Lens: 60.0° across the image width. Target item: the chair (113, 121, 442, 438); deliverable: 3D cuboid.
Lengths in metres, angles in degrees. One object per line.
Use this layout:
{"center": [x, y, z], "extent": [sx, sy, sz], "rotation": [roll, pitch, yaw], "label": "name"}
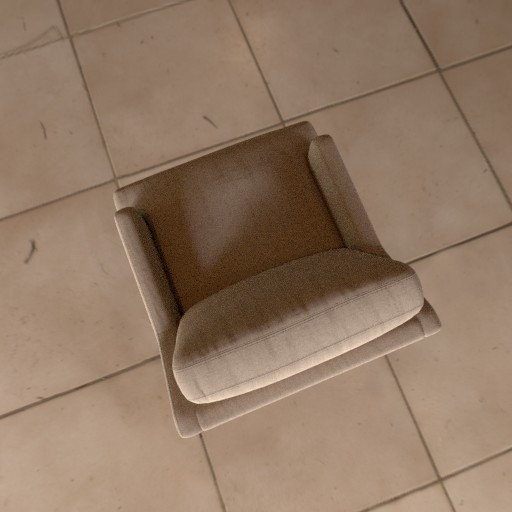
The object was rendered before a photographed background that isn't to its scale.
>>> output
{"center": [0.000, 0.000, 1.706], "extent": [0.912, 0.916, 1.001], "rotation": [-21, 77, -5], "label": "chair"}
